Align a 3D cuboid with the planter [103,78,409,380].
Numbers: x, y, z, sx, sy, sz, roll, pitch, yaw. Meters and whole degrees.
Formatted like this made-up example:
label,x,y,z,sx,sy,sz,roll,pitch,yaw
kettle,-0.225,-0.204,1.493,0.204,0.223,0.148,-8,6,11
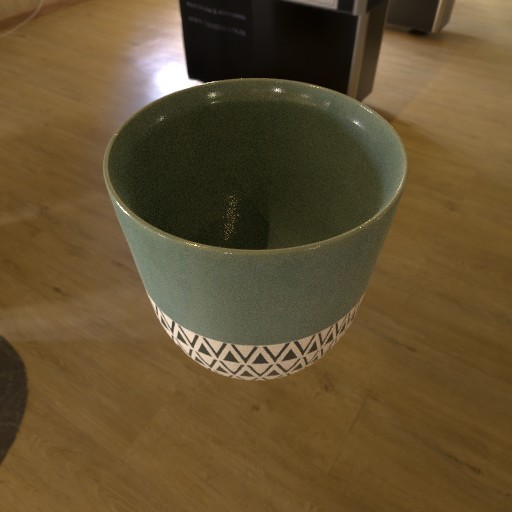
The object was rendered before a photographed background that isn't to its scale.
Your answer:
label,x,y,z,sx,sy,sz,roll,pitch,yaw
planter,0.000,0.000,0.372,0.198,0.214,0.198,0,47,0
